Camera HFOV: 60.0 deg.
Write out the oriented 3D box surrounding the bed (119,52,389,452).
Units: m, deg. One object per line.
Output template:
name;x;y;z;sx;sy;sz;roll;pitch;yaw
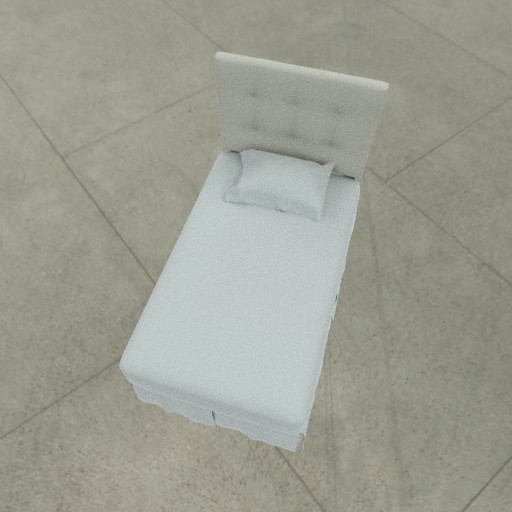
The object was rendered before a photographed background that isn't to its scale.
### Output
bed;0.000;0.000;2.983;1.261;1.571;1.997;14;59;9
